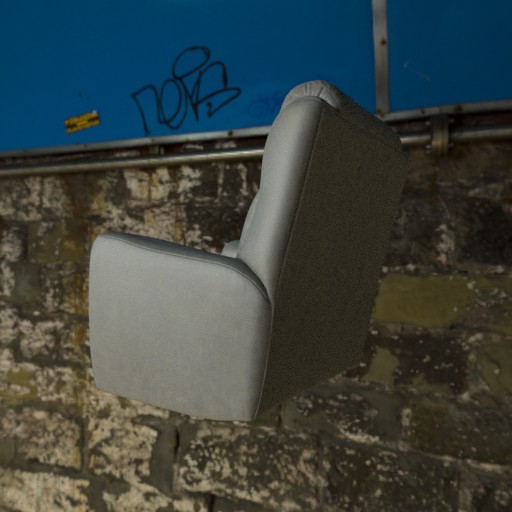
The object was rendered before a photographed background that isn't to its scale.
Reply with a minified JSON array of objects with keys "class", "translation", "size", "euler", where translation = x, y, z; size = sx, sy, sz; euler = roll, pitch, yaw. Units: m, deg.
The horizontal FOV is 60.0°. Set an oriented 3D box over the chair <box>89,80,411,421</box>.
[{"class":"chair","translation":[0.000,0.000,1.882],"size":[1.068,1.116,0.965],"euler":[0,0,36]}]
